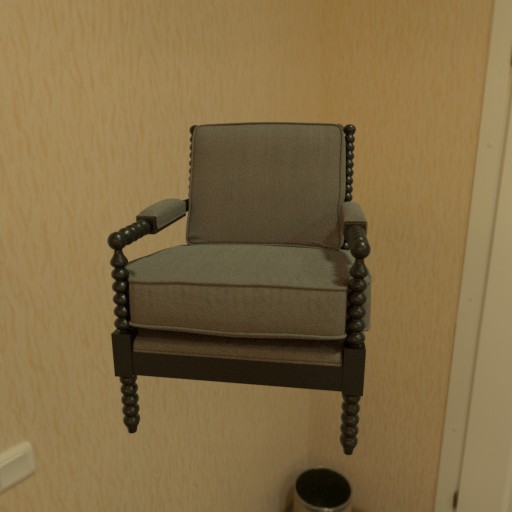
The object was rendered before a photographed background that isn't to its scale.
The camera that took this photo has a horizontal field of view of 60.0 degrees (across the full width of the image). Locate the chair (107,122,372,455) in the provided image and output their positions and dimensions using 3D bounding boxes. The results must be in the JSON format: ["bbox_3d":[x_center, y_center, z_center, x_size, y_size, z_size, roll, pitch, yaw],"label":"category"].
[{"bbox_3d":[0.000,0.000,1.112,0.540,0.661,0.622,2,15,8],"label":"chair"}]
